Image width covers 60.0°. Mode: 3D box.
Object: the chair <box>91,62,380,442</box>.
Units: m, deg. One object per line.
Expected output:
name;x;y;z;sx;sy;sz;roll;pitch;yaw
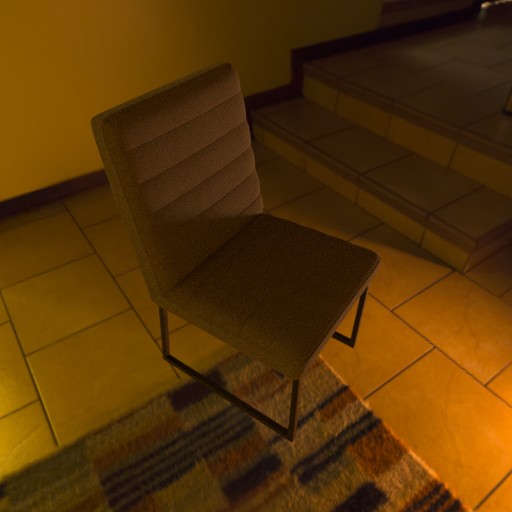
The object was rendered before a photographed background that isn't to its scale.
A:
chair;0.000;0.000;1.358;0.634;0.930;0.520;25;47;25
